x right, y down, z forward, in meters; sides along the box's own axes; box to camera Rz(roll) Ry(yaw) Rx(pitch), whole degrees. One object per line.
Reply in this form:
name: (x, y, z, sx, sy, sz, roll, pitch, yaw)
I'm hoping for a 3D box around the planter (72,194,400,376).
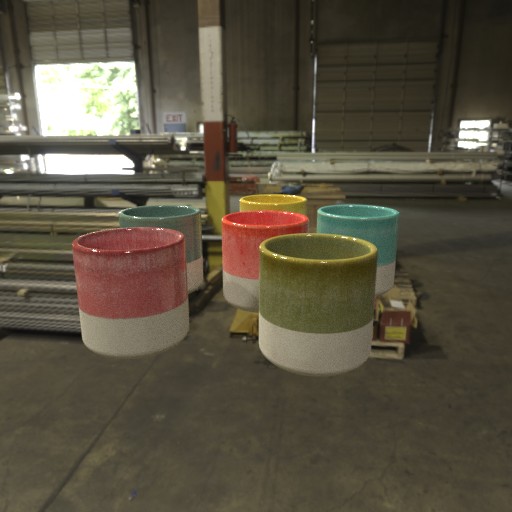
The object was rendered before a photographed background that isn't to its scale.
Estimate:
planter: (0.000, 0.000, 0.401, 0.257, 0.075, 0.286, 2, 15, 8)
